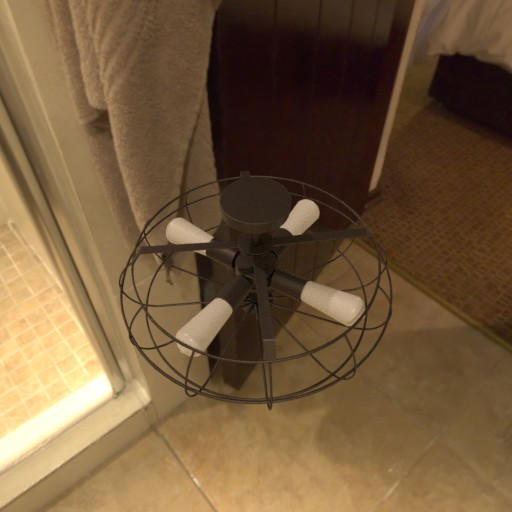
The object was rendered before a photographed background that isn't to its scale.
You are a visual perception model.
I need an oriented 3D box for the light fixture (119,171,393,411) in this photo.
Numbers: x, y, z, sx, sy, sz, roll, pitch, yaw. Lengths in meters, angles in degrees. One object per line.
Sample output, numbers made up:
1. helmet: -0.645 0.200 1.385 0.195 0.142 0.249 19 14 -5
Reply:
1. light fixture: 0.000 0.000 0.923 0.582 0.311 0.582 0 47 0
